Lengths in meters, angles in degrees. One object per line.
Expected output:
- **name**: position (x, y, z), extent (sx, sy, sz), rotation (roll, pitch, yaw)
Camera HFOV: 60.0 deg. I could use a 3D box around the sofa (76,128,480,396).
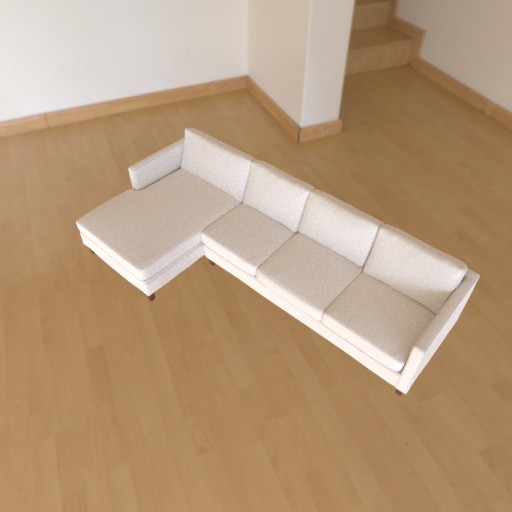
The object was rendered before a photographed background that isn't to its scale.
- **sofa**: position (0.000, 0.000, 3.874), extent (3.186, 0.846, 1.625), rotation (33, 54, 27)
